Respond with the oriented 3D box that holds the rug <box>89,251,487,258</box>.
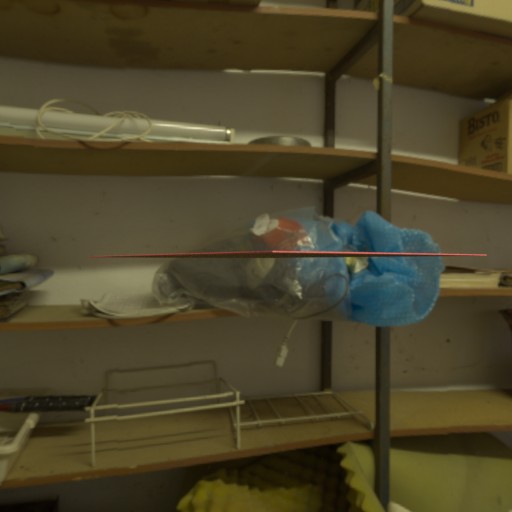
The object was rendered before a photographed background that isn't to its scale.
[{"bbox_3d":[0.000,0.000,2.338,1.209,0.008,1.814,0,-1,-36],"label":"rug"}]
